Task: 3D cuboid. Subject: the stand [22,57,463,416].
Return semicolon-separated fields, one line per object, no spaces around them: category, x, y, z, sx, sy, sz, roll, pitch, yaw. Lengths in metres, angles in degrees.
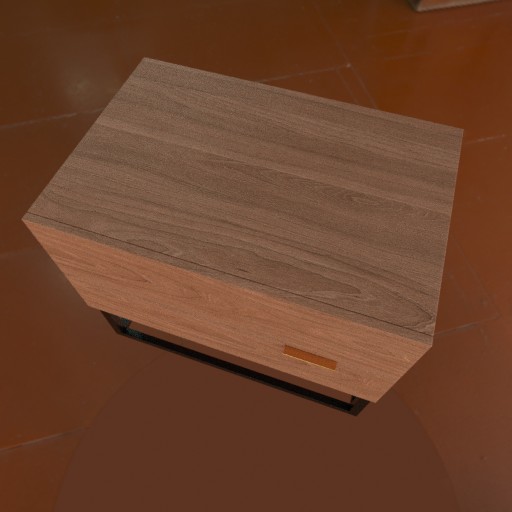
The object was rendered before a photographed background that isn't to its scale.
stand;0.000;0.000;0.914;0.600;0.500;0.420;16;60;10
